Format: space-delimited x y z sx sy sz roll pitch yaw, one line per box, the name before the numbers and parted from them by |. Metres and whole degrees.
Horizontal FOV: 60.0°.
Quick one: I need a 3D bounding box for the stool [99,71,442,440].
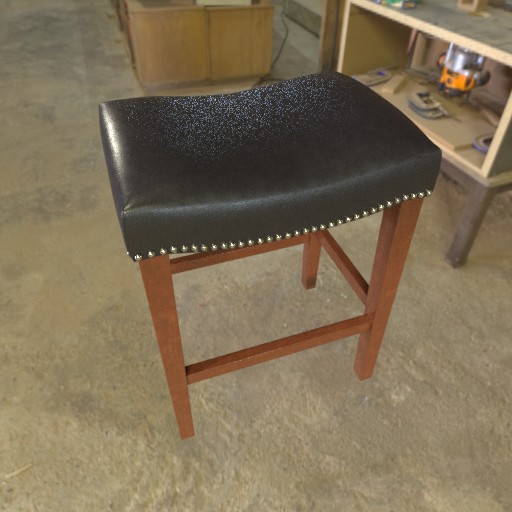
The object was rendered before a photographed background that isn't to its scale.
stool | 0.000 0.000 0.950 0.504 0.654 0.372 -13 44 -14
